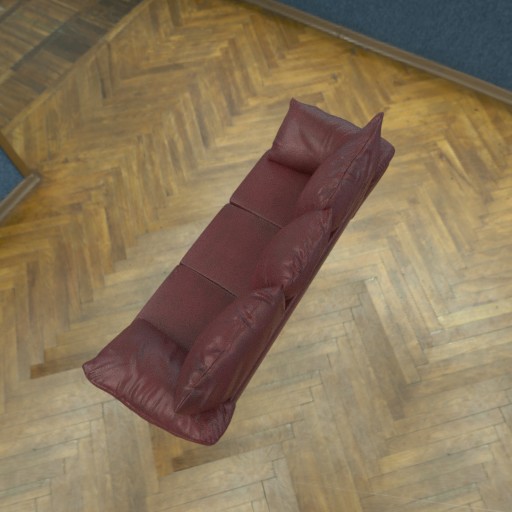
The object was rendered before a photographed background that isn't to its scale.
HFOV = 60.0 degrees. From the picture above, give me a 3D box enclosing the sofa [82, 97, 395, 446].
[{"bbox_3d":[0.000,0.000,2.918,0.907,1.091,2.390,29,67,14],"label":"sofa"}]
